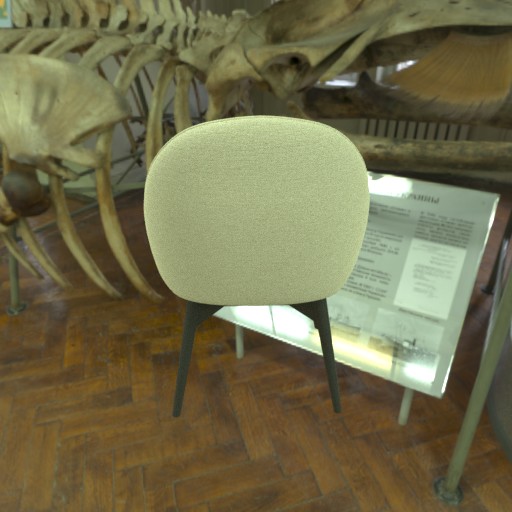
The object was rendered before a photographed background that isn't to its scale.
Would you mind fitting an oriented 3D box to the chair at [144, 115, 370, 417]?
[{"bbox_3d":[0.000,0.000,1.189,0.532,0.838,0.540,-1,29,-2],"label":"chair"}]
